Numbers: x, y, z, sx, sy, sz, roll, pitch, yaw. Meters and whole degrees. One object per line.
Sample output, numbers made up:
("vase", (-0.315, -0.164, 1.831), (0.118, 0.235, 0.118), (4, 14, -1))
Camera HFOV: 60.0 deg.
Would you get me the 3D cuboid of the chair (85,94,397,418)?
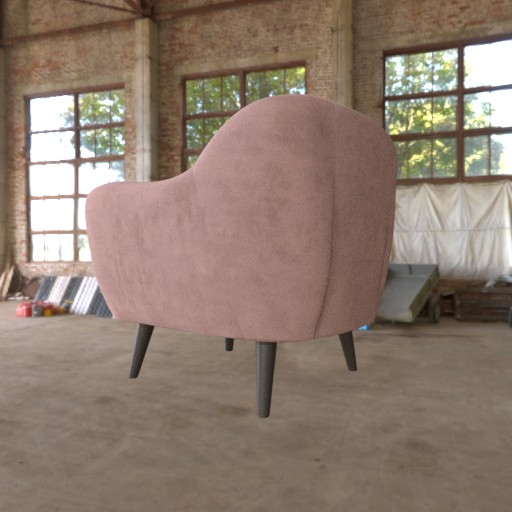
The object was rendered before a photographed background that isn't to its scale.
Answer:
("chair", (0.000, 0.000, 1.498), (0.820, 0.820, 0.840), (0, 1, 37))
